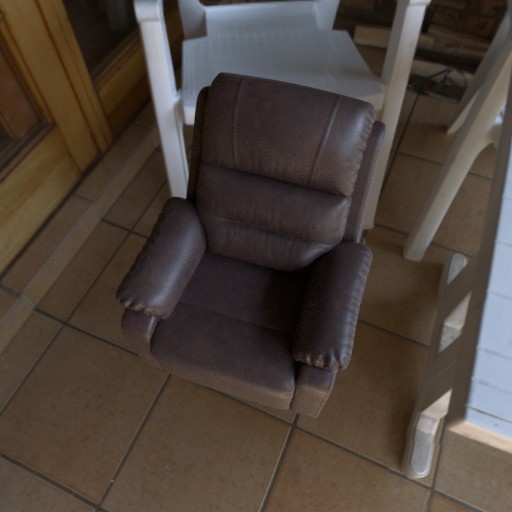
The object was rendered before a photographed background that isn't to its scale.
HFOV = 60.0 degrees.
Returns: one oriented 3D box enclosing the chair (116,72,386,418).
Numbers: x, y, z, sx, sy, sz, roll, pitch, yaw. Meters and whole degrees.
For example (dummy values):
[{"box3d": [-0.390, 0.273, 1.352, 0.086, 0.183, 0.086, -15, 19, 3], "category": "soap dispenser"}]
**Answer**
[{"box3d": [0.000, 0.000, 1.712, 0.855, 0.992, 0.919, 15, 60, 9], "category": "chair"}]
